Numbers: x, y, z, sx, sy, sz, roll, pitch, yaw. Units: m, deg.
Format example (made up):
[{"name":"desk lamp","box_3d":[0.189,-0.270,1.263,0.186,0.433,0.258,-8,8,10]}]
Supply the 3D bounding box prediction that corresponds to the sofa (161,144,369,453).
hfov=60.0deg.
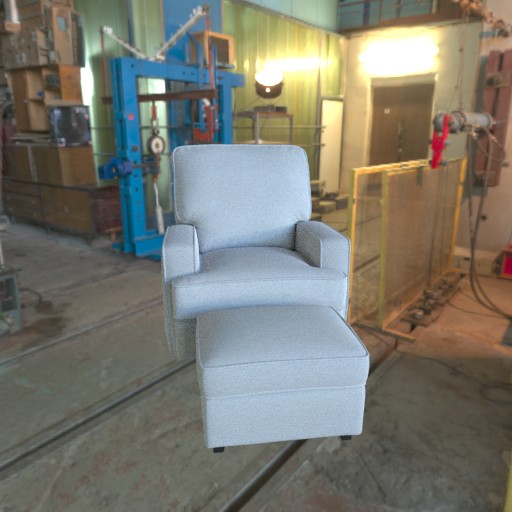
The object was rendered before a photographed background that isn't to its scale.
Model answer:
[{"name":"sofa","box_3d":[0.000,0.000,2.037,0.861,0.959,1.472,-2,16,-8]}]
